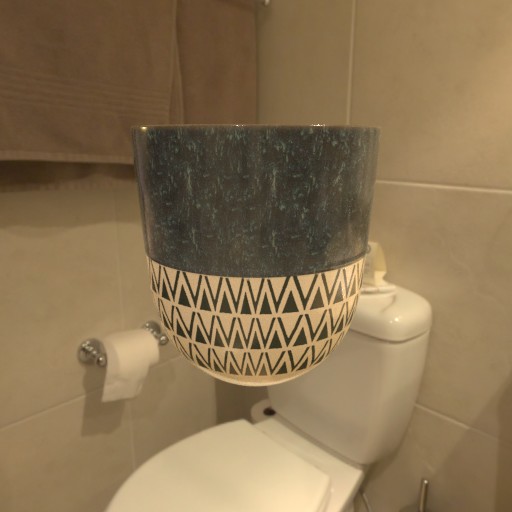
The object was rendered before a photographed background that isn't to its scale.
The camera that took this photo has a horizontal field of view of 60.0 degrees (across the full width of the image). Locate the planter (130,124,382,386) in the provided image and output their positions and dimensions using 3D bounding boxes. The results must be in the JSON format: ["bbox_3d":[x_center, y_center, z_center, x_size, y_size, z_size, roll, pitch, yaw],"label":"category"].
[{"bbox_3d":[0.000,0.000,0.383,0.195,0.214,0.195,0,15,0],"label":"planter"}]
